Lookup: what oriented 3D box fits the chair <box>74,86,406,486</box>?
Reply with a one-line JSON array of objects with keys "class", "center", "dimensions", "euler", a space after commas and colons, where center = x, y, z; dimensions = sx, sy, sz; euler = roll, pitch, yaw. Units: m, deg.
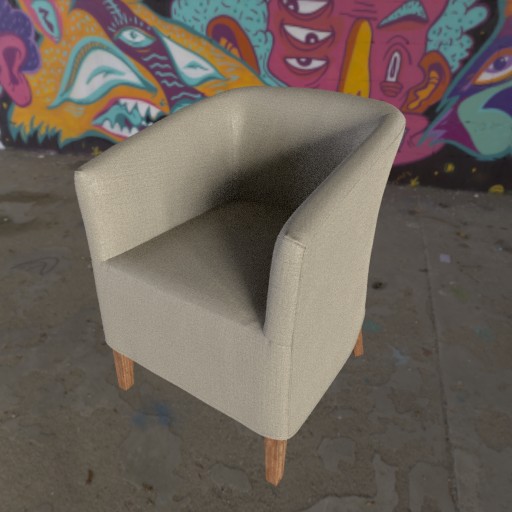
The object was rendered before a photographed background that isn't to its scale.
[{"class": "chair", "center": [0.000, 0.000, 1.208], "dimensions": [0.600, 0.771, 0.668], "euler": [19, 36, 29]}]
